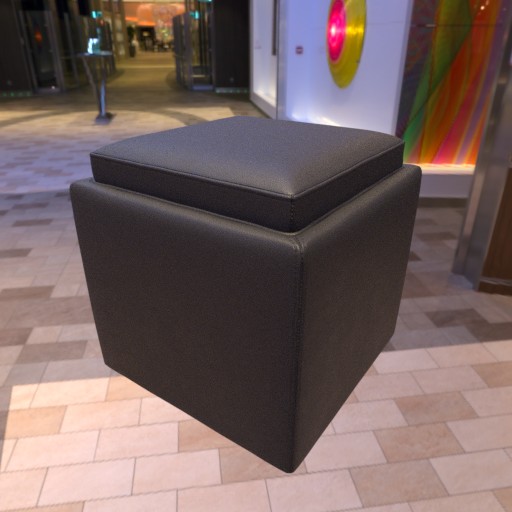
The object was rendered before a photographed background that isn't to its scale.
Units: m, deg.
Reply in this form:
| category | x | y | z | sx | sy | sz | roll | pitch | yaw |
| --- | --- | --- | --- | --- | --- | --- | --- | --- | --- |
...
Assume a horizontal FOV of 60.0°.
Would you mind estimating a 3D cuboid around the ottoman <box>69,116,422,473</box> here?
| category | x | y | z | sx | sy | sz | roll | pitch | yaw |
| --- | --- | --- | --- | --- | --- | --- | --- | --- | --- |
| ottoman | 0.000 | 0.000 | 0.826 | 0.450 | 0.460 | 0.451 | 17 | 31 | 31 |
